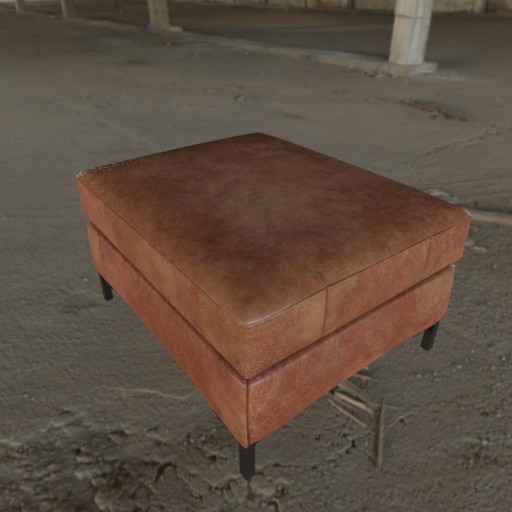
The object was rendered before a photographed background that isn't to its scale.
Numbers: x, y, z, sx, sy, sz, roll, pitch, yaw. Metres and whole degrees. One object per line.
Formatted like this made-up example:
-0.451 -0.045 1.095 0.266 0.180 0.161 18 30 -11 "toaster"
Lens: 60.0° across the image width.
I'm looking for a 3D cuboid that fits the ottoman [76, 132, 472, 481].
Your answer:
0.000 0.000 1.765 0.965 0.667 1.186 -22 38 -31 "ottoman"
